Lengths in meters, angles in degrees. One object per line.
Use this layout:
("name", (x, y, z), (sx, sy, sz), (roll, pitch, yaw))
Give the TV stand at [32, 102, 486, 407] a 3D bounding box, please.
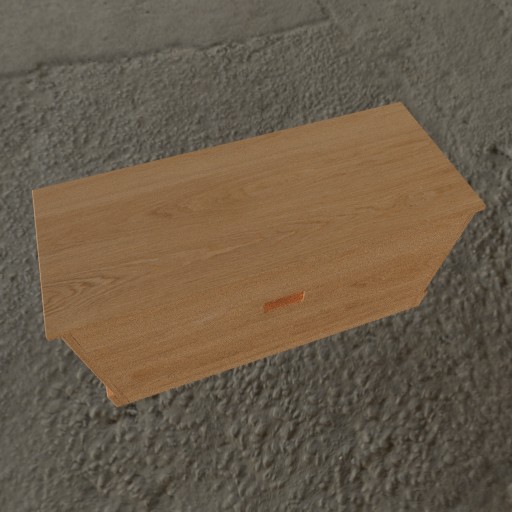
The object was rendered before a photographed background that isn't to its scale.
("TV stand", (0.000, 0.000, 1.363), (1.080, 0.550, 0.440), (-16, 58, -10))
